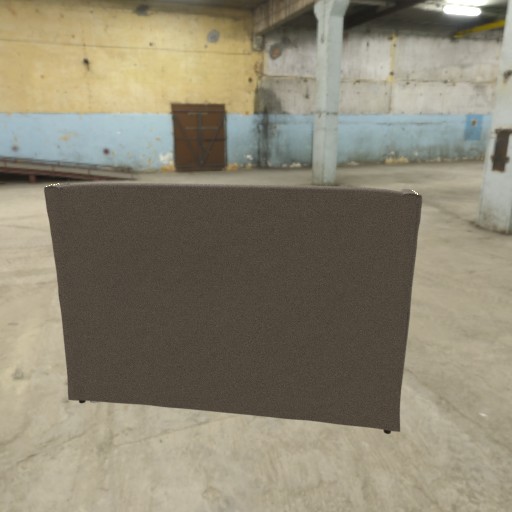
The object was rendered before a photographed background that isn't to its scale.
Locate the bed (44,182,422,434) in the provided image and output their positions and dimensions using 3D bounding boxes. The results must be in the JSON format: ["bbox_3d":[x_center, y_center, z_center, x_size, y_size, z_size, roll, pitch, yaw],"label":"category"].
[{"bbox_3d":[0.000,0.000,3.407,1.925,1.332,2.276,2,16,9],"label":"bed"}]
